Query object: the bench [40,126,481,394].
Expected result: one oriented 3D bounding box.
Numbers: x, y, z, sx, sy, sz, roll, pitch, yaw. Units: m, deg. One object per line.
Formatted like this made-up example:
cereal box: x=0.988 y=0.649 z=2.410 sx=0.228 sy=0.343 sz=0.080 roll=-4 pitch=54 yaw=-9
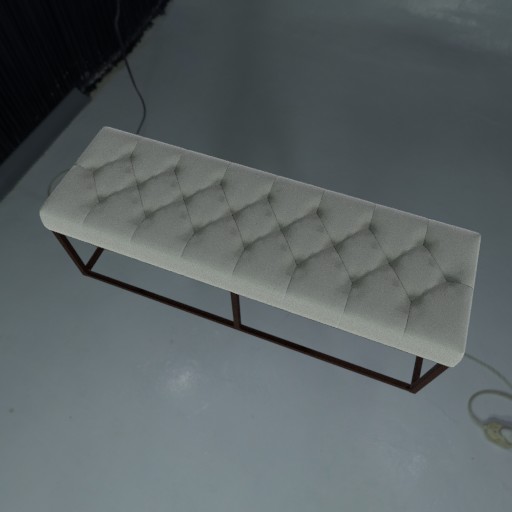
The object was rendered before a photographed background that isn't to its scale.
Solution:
bench: x=0.000 y=0.000 z=1.715 sx=1.488 sy=0.488 sz=0.479 roll=18 pitch=61 yaw=10
